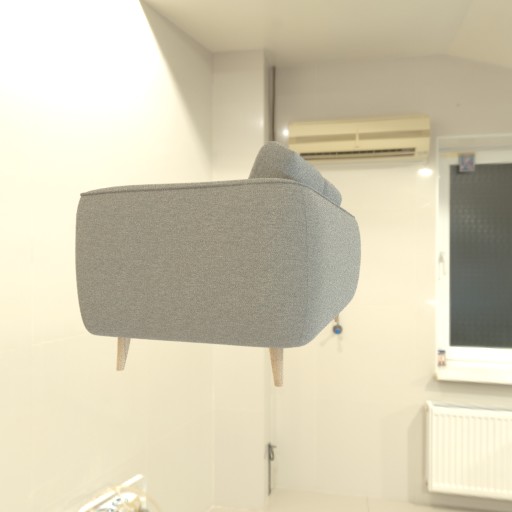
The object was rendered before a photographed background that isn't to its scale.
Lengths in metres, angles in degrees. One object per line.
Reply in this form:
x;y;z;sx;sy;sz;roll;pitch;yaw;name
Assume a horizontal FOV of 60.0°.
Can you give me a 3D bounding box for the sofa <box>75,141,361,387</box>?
0.000;0.000;2.232;0.920;0.850;1.700;0;1;18;sofa
